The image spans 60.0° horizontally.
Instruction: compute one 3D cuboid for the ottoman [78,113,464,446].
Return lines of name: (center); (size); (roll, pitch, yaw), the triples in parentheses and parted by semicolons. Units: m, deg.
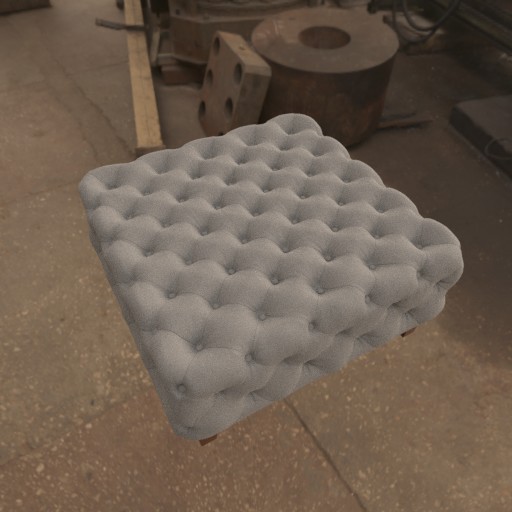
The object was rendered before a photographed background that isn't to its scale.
ottoman: (0.000, 0.000, 1.453); (0.911, 0.439, 0.917); (-22, 50, -20)
